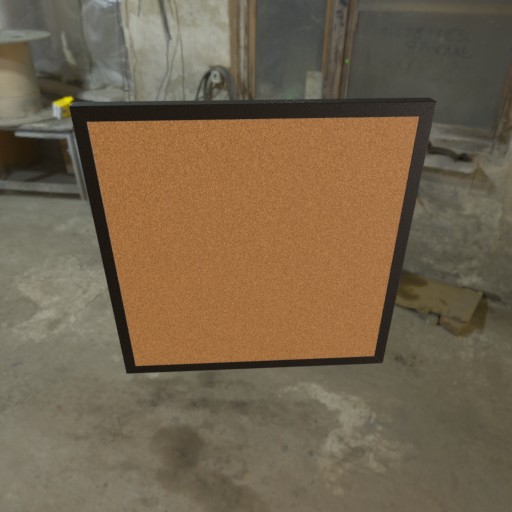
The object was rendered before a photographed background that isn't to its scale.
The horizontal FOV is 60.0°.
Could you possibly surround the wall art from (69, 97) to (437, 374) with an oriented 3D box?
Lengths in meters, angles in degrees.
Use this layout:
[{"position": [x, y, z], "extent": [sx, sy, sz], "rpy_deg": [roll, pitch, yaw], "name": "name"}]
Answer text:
[{"position": [0.000, 0.000, 1.136], "extent": [0.765, 0.765, 0.038], "rpy_deg": [-2, 32, -3], "name": "wall art"}]
